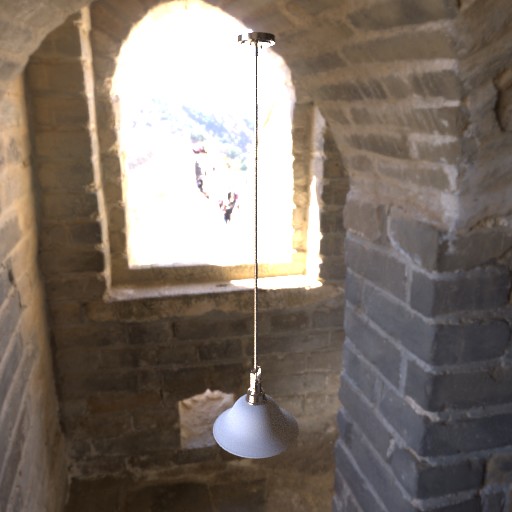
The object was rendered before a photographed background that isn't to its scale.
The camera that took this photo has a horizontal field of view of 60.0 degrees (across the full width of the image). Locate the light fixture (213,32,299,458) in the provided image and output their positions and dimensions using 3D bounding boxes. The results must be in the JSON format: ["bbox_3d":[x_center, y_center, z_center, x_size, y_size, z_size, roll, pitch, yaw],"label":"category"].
[{"bbox_3d":[0.000,0.000,1.496,0.324,1.354,0.324,8,17,25],"label":"light fixture"}]
